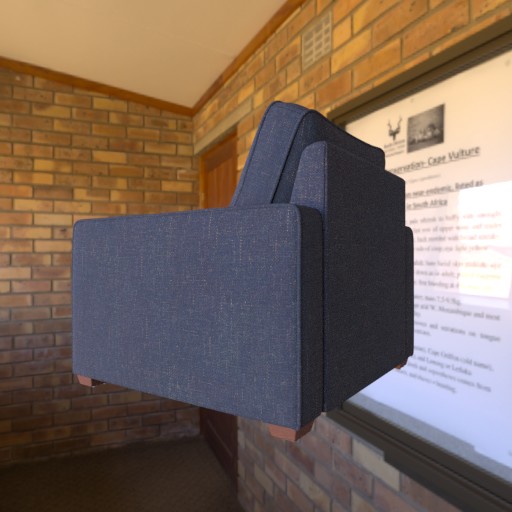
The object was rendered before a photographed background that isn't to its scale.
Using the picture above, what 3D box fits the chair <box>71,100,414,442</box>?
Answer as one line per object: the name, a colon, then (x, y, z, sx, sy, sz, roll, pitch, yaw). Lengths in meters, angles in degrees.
chair: (0.000, 0.000, 1.713, 0.940, 0.919, 1.017, 0, 0, 35)
